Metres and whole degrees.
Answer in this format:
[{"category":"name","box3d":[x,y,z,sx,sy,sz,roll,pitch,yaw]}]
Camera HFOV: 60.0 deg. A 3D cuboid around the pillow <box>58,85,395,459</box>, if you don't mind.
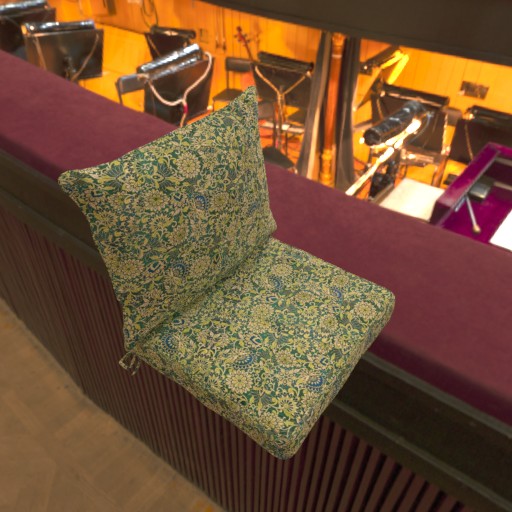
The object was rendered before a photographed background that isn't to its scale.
[{"category":"pillow","box3d":[0.000,0.000,1.360,0.740,0.722,0.798,26,47,28]}]
